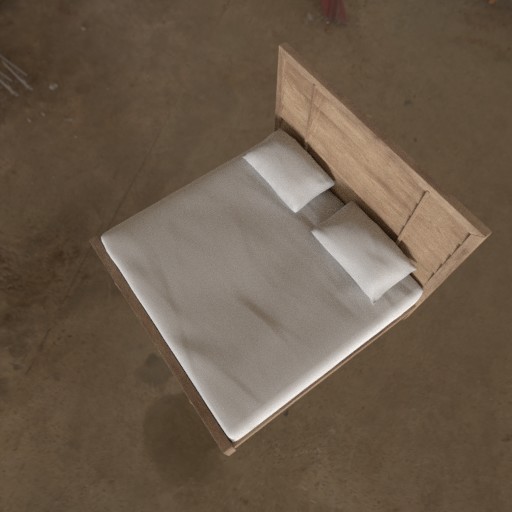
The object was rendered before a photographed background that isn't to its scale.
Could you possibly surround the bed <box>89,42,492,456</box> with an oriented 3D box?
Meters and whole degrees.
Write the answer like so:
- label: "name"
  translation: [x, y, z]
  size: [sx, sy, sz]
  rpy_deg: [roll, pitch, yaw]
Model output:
- label: "bed"
  translation: [0.000, 0.000, 3.482]
  size: [2.032, 1.626, 2.032]
  rpy_deg: [-33, 69, -15]
